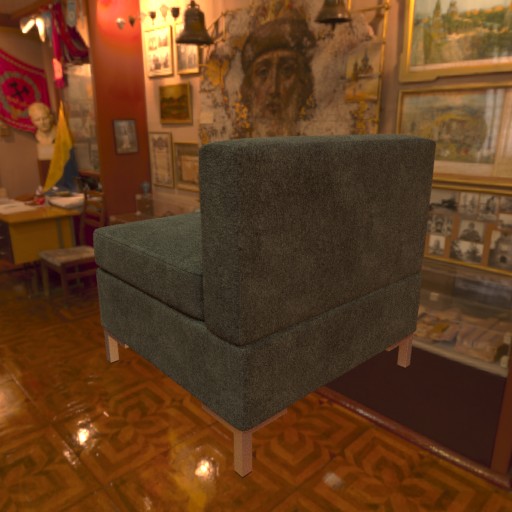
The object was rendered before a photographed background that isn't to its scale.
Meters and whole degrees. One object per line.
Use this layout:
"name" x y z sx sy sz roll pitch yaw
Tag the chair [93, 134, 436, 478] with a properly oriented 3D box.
"chair" 0.000 0.000 1.237 0.680 0.660 0.680 -14 22 -40
